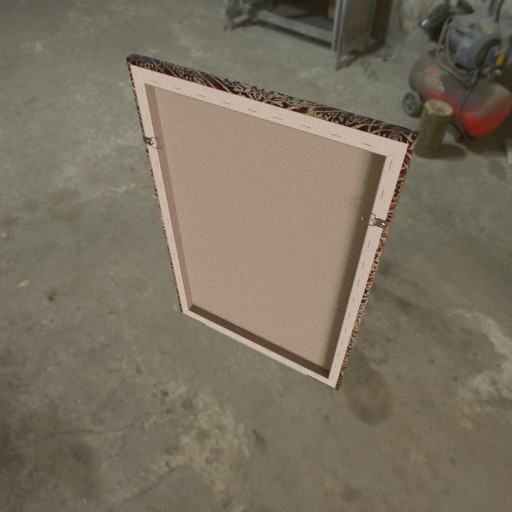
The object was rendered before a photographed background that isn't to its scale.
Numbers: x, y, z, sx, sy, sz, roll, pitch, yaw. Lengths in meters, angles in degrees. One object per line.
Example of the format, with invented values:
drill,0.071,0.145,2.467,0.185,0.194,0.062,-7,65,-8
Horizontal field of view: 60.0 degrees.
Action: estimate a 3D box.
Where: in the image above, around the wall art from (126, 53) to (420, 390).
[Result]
wall art,0.000,0.000,1.149,0.599,0.904,0.030,23,52,19
